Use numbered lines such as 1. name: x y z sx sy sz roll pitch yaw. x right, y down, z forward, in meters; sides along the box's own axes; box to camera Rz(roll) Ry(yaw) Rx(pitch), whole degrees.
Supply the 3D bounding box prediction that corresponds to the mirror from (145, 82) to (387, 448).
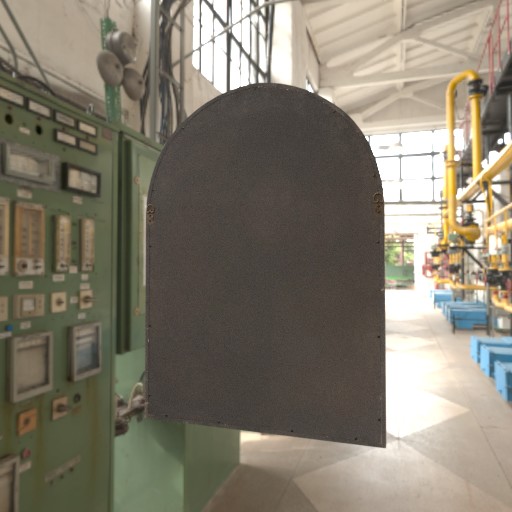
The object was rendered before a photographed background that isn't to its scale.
1. mirror: 0.000 0.000 1.182 0.660 0.920 0.032 0 -2 19
